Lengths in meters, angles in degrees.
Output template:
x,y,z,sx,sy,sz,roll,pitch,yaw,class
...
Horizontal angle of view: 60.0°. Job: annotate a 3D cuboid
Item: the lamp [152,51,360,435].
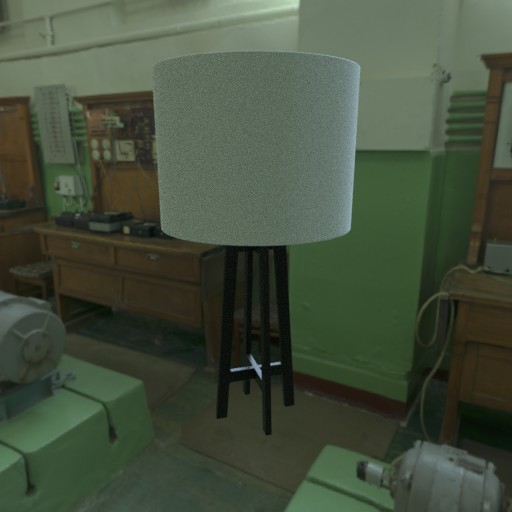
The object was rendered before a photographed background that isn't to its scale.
x,y,z,sx,sy,sz,roll,pitch,yaw,class
0.000,0.000,0.620,0.257,0.489,0.257,7,16,27,lamp
